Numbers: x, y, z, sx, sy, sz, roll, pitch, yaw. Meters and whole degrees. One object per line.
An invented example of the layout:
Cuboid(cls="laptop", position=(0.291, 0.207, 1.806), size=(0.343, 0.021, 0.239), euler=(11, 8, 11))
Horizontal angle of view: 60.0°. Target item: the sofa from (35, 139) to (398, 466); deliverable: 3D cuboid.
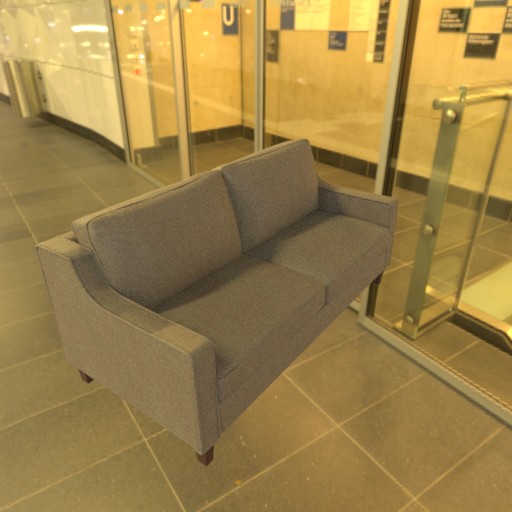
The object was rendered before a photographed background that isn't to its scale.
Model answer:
Cuboid(cls="sofa", position=(0.000, 0.000, 2.805), size=(1.073, 1.074, 2.181), euler=(19, 33, 32))
